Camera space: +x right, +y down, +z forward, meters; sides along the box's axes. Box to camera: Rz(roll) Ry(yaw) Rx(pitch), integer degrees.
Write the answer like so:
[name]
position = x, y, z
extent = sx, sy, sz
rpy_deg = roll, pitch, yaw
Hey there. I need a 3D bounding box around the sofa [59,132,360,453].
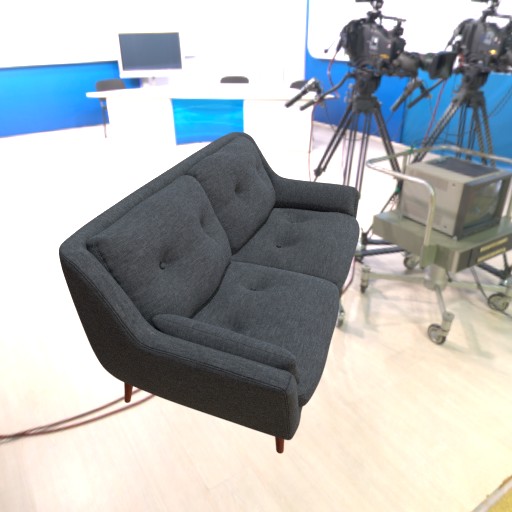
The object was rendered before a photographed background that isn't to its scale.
[sofa]
position = 0.000, 0.000, 2.379
extent = 0.975, 0.896, 1.929
rpy_deg = 9, 30, 16
